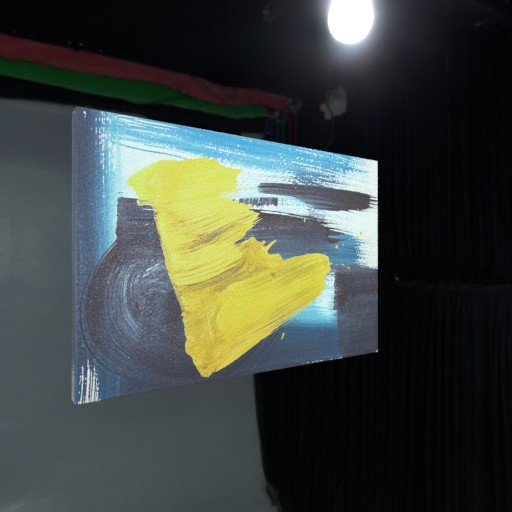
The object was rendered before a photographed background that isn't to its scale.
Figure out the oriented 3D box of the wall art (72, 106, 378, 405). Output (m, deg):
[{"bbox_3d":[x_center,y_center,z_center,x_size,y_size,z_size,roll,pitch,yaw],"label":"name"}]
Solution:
[{"bbox_3d":[0.000,0.000,1.177,0.914,0.610,0.039,0,0,-34],"label":"wall art"}]
